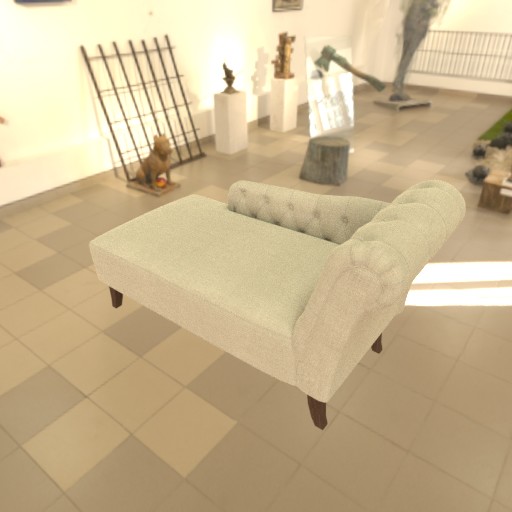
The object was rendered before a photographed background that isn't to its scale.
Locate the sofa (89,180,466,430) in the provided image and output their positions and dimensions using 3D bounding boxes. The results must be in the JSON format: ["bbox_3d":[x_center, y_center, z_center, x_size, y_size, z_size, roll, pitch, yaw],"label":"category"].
[{"bbox_3d":[0.000,0.000,1.823,1.379,0.787,0.675,22,38,31],"label":"sofa"}]
